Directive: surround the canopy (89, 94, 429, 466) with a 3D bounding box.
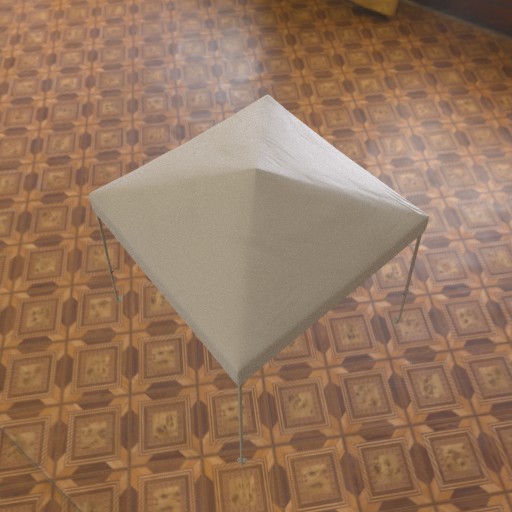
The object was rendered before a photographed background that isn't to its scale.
[{"bbox_3d":[0.000,0.000,6.387,3.599,3.600,3.600,-36,64,-20],"label":"canopy"}]
